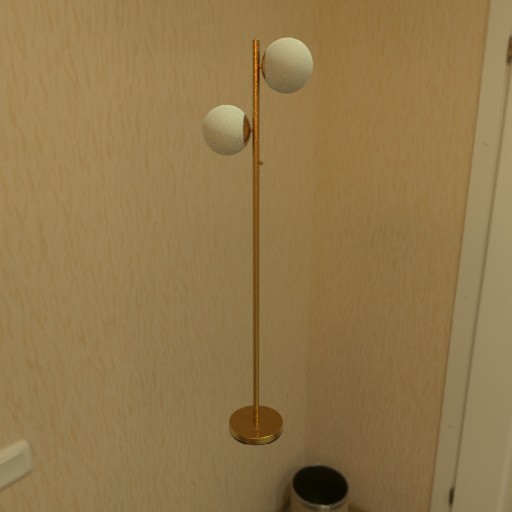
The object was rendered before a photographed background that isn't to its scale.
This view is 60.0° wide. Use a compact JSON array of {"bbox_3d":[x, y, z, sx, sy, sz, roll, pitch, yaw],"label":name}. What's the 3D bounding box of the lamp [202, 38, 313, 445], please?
[{"bbox_3d":[0.000,0.000,1.831,0.419,1.641,0.249,2,15,8],"label":"lamp"}]
